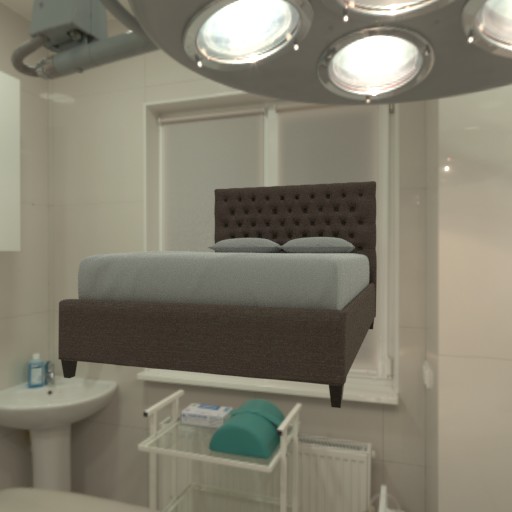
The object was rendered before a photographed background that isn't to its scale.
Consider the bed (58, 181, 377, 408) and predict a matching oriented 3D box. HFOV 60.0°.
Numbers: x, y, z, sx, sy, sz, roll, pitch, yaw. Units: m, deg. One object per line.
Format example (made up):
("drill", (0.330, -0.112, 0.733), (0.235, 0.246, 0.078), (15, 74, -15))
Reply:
("bed", (0.000, 0.000, 3.461), (1.698, 1.427, 2.387), (0, 0, 18))
